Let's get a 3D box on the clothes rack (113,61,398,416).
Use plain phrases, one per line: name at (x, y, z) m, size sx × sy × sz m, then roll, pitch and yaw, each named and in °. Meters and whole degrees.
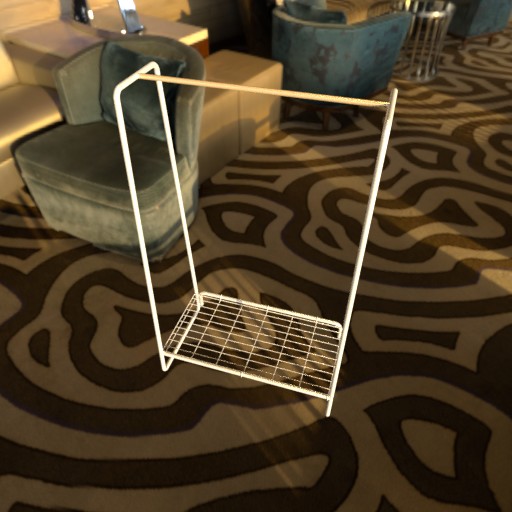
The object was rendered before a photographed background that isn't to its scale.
clothes rack at (0.000, 0.000, 1.961) m, size 0.900 × 1.500 × 0.495 m, roll 12°, pitch 43°, yaw 13°
